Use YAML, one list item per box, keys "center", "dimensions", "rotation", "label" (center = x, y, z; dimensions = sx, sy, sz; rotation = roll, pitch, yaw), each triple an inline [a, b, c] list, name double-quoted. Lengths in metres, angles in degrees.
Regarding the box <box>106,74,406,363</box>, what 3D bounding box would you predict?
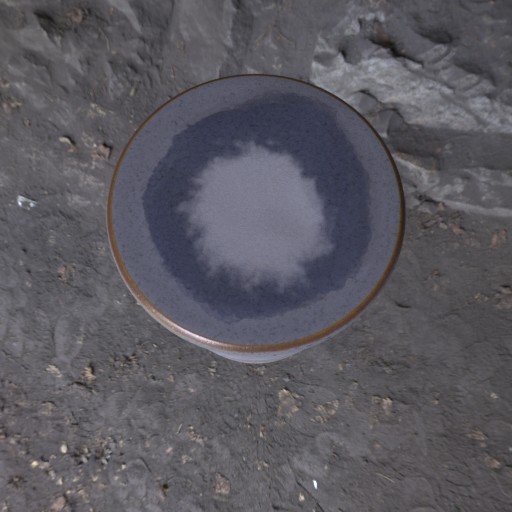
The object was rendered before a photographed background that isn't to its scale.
- center: [0.000, 0.000, 0.251]
  dimensions: [0.118, 0.168, 0.118]
  rotation: [0, 75, 0]
  label: "box"
